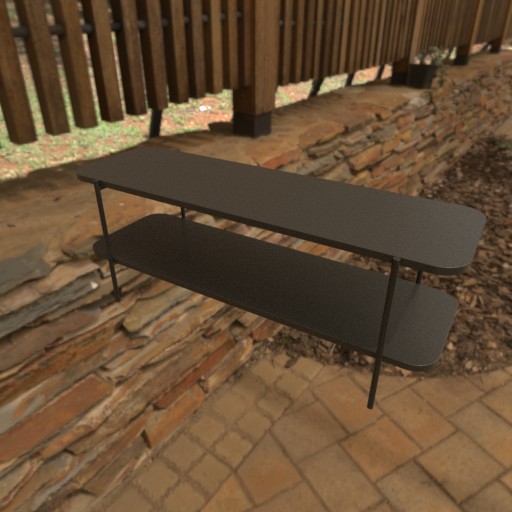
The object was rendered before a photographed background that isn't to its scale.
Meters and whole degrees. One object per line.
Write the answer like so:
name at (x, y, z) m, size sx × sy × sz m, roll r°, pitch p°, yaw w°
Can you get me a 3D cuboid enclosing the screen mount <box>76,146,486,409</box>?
screen mount at (0.000, 0.000, 1.398) m, size 1.200 × 0.447 × 0.400 m, roll 17°, pitch 34°, yaw 27°
